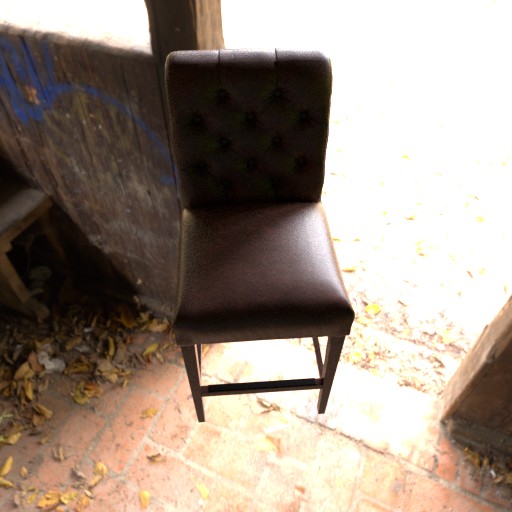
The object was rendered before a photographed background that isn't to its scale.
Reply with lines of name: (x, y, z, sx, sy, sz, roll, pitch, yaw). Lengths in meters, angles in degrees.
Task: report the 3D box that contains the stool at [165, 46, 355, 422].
stool: (0.000, 0.000, 1.441, 0.486, 1.084, 0.660, -3, 48, -3)
